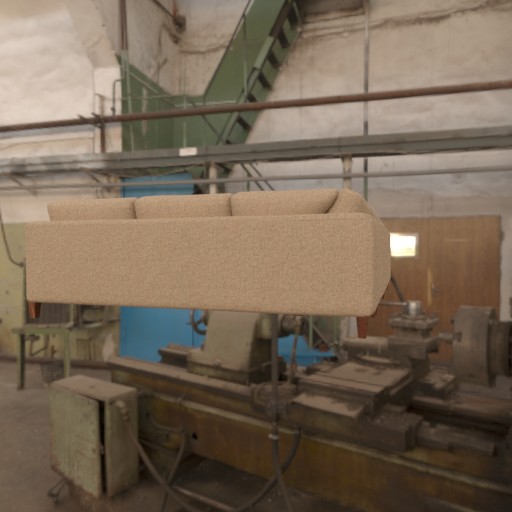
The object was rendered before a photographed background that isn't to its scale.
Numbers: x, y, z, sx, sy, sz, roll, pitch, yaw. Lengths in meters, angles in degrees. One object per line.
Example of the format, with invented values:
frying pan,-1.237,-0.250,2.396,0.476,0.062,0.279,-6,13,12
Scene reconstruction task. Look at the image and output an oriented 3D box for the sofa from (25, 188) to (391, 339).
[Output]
sofa,0.000,0.000,4.484,2.551,0.889,3.403,0,1,19
